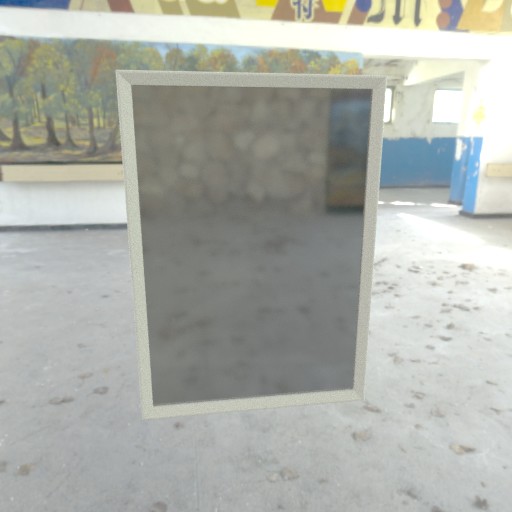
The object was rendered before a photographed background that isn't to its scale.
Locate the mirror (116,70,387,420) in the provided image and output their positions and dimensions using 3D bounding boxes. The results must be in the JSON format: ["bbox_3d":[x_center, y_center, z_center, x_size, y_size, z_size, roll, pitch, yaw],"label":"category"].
[{"bbox_3d":[0.000,0.000,0.929,0.507,0.710,0.039,-2,15,-8],"label":"mirror"}]
